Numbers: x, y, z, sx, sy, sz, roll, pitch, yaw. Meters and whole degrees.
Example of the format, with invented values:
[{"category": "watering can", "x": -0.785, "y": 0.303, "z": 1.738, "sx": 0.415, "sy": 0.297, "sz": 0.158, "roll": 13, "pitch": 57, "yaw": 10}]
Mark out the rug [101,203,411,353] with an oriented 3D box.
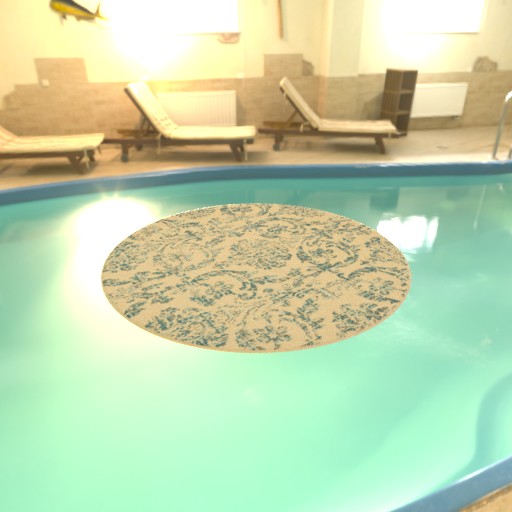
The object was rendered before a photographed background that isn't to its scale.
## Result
[{"category": "rug", "x": 0.000, "y": 0.000, "z": 2.379, "sx": 1.593, "sy": 0.012, "sz": 1.593, "roll": 0, "pitch": 27, "yaw": 0}]
